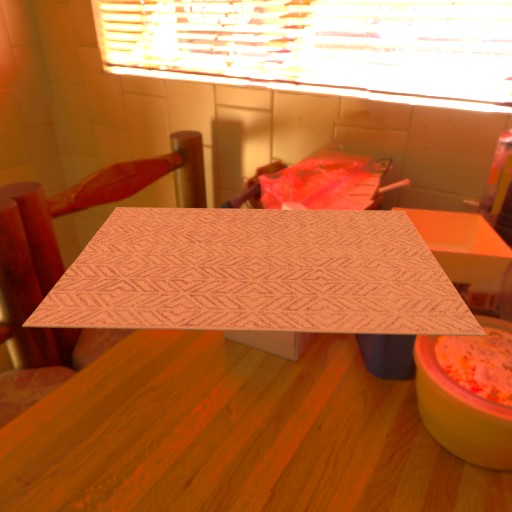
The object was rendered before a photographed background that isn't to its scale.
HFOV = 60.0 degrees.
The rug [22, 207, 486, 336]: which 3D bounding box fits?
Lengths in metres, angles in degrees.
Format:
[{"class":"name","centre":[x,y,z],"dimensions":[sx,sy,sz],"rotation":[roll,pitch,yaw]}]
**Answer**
[{"class":"rug","centre":[0.000,0.000,2.276],"dimensions":[1.828,0.007,1.220],"rotation":[1,29,2]}]
